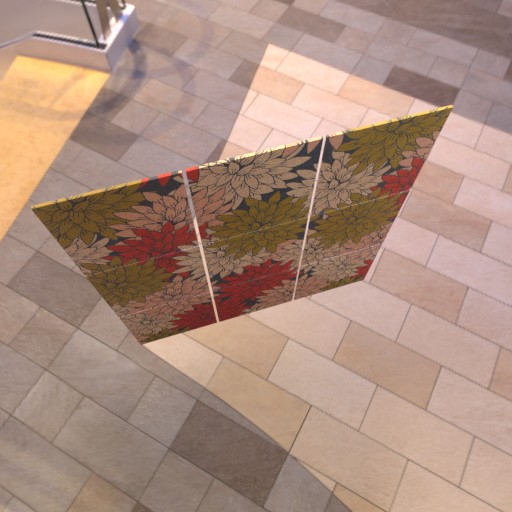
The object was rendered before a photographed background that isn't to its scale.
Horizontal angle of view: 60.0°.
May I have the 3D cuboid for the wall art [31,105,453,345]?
[{"bbox_3d":[0.000,0.000,2.212,1.519,1.534,0.013,-15,63,-8],"label":"wall art"}]
